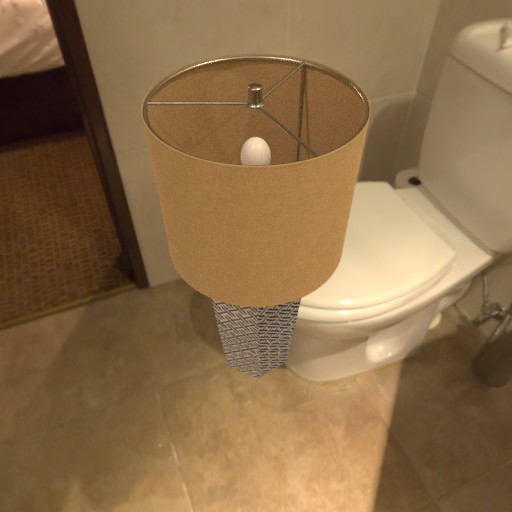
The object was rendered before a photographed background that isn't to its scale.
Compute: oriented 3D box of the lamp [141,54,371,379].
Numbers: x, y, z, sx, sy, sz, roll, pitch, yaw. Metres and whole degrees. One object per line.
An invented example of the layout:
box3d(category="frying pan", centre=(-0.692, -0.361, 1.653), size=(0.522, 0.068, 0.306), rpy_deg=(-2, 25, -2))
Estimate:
box3d(category="lamp", centre=(0.000, 0.000, 0.860), size=(0.320, 0.682, 0.320), rpy_deg=(23, 51, 20))
